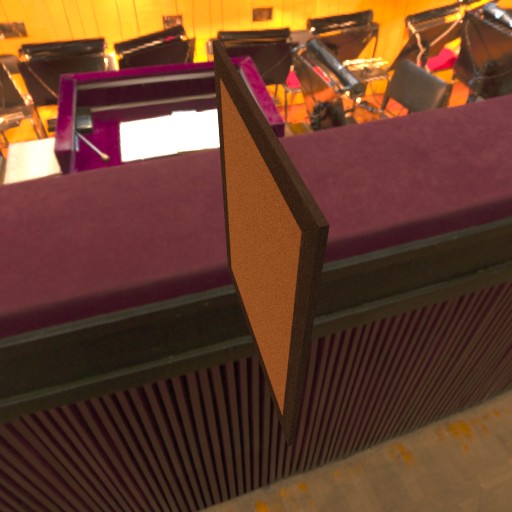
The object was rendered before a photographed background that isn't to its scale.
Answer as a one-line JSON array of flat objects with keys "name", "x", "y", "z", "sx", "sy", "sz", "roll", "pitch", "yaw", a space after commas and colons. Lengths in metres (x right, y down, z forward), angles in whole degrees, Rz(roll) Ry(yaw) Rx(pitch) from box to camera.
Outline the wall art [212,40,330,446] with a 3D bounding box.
[{"name": "wall art", "x": 0.000, "y": 0.000, "z": 0.794, "sx": 0.013, "sy": 0.570, "sz": 0.476, "roll": -12, "pitch": 48, "yaw": -11}]
